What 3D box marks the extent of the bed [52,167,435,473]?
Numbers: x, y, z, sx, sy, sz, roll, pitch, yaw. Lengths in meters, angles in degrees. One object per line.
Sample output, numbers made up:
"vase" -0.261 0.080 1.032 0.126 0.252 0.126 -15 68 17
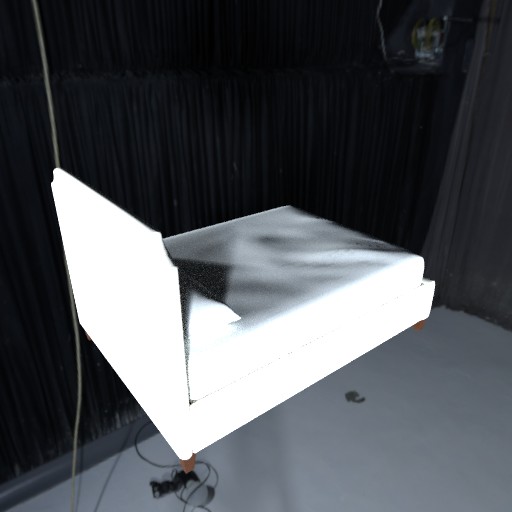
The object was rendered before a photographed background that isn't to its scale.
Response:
"bed" 0.000 0.000 3.382 2.365 1.443 1.712 -19 31 -34
